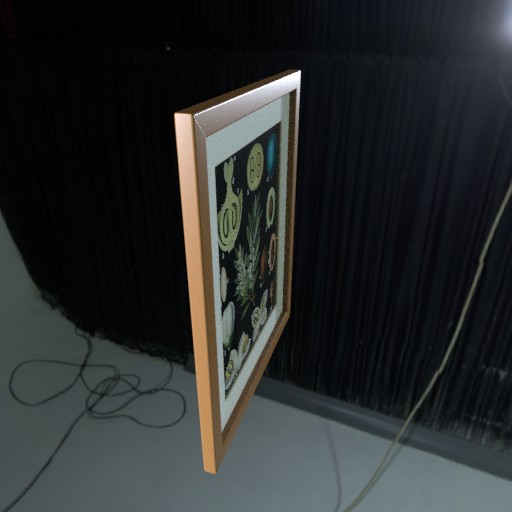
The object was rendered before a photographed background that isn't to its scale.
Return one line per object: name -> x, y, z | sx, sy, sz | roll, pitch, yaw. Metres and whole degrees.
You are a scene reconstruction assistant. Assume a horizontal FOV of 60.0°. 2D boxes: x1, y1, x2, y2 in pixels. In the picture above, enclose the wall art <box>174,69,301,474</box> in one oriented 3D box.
wall art -> 0.000, 0.000, 0.522 | 0.015, 0.379, 0.310 | 9, 30, 17
